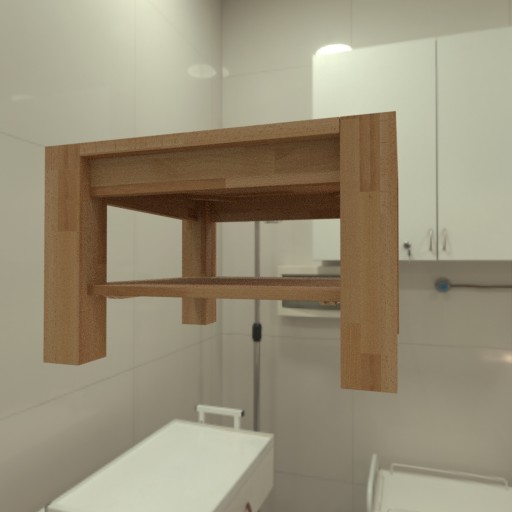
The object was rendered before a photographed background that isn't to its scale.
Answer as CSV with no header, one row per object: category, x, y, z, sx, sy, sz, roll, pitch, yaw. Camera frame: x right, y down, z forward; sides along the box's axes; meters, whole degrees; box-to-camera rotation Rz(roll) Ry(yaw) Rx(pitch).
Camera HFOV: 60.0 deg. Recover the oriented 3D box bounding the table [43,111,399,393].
table,0.000,0.000,1.146,0.700,0.451,0.700,0,-1,18
